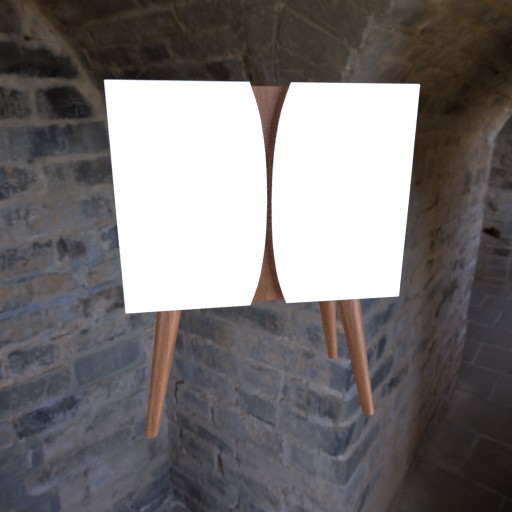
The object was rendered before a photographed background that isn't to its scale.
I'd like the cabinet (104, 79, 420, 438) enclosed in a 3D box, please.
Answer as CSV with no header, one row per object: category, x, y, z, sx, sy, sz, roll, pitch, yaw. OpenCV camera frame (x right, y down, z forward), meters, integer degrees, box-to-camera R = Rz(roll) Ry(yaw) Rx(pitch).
cabinet,0.000,0.000,1.087,0.591,0.772,0.344,-3,17,-9
